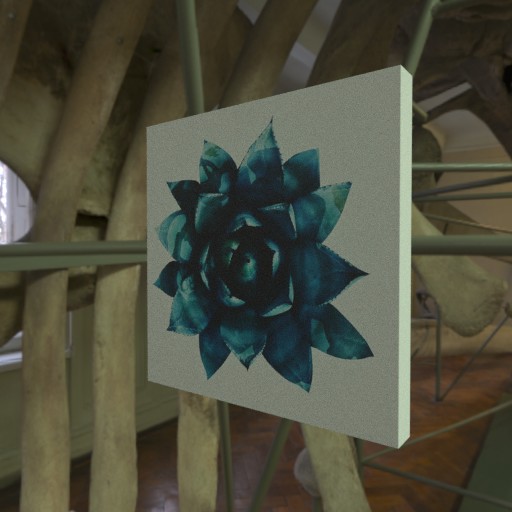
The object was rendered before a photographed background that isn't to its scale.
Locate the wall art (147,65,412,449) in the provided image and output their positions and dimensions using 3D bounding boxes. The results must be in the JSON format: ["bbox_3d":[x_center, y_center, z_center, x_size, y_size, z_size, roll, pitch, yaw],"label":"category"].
[{"bbox_3d":[0.000,0.000,0.605,0.406,0.406,0.038,1,1,37],"label":"wall art"}]
